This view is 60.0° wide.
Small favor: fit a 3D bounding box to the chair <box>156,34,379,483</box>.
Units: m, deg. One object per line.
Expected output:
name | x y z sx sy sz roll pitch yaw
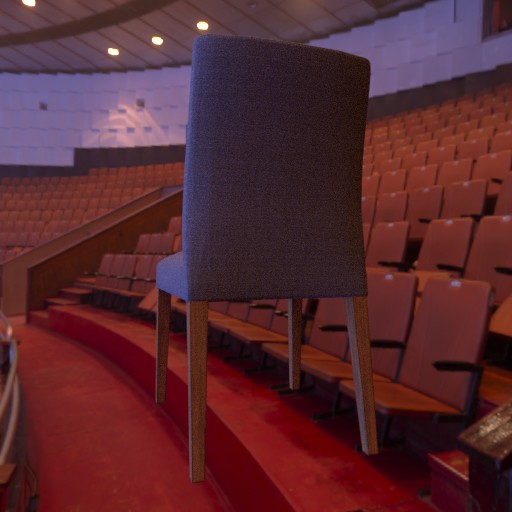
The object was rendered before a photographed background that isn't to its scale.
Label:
chair | 0.000 0.000 1.232 0.496 0.940 0.585 0 0 -18
